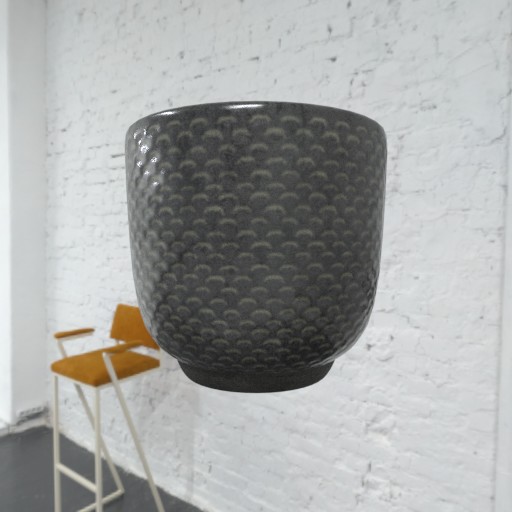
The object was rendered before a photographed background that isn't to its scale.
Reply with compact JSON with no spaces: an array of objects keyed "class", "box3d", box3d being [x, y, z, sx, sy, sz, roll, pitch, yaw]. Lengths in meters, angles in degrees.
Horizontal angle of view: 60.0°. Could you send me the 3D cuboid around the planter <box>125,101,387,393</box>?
[{"class":"planter","box3d":[0.000,0.000,0.247,0.140,0.129,0.140,0,2,0]}]
